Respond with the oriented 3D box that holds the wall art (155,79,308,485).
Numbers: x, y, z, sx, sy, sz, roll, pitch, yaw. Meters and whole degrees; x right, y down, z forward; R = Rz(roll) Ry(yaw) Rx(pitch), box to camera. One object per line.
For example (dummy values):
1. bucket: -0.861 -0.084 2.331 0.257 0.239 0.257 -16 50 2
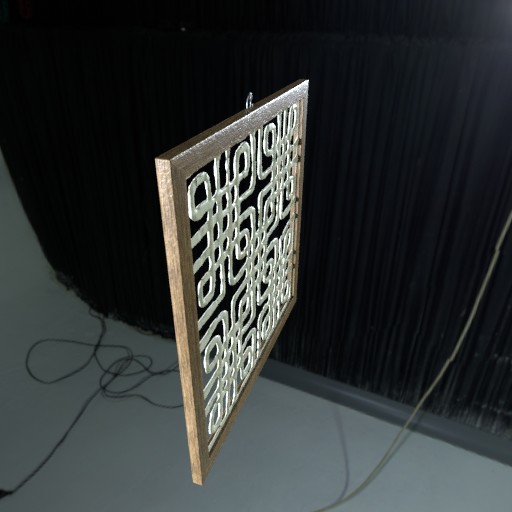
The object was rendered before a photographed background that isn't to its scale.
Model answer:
1. wall art: 0.000 0.000 0.825 0.021 0.582 0.561 11 32 18
